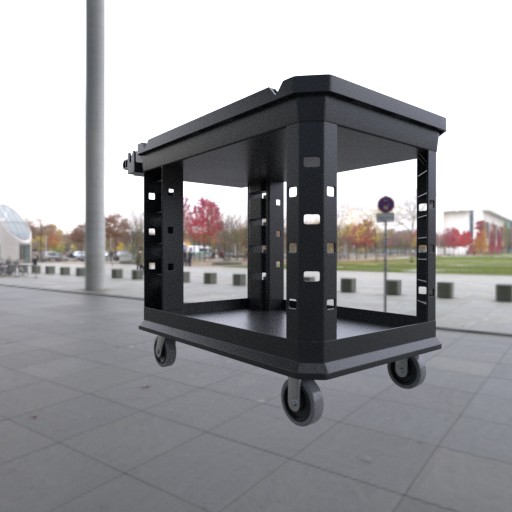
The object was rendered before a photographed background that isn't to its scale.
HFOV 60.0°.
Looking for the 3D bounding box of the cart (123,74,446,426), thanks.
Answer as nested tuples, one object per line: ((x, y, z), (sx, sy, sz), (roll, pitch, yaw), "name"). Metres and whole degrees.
((0.000, 0.000, 1.717), (0.674, 0.884, 1.239), (-1, 1, -39), "cart")
